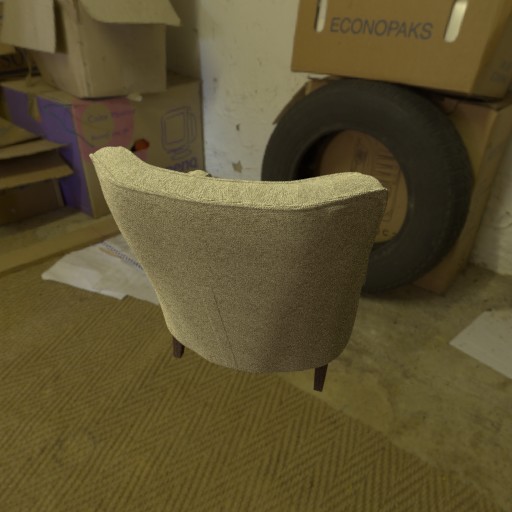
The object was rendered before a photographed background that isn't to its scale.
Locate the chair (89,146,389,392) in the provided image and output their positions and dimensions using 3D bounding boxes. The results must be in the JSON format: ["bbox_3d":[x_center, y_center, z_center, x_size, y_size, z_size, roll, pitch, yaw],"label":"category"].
[{"bbox_3d":[0.000,0.000,1.659,0.820,0.920,0.910,9,33,15],"label":"chair"}]
